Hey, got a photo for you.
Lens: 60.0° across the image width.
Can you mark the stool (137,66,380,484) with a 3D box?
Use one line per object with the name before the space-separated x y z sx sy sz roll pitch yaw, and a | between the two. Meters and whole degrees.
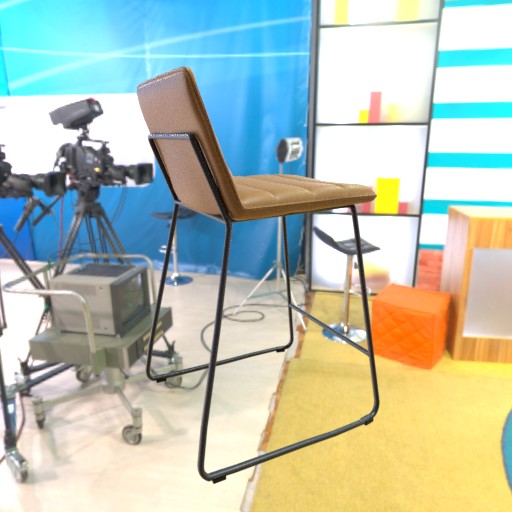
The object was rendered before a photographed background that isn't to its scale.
stool | 0.000 0.000 1.173 0.524 0.866 0.489 -8 17 -26
